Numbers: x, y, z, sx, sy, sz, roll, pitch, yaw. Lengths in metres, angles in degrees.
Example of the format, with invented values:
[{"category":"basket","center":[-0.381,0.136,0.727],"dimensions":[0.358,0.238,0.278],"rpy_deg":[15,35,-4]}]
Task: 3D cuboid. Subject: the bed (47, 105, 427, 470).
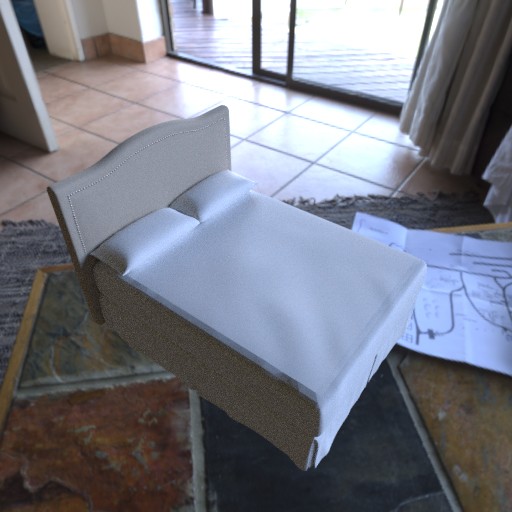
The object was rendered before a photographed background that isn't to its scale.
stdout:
[{"category":"bed","center":[0.000,0.000,3.178],"dimensions":[2.052,1.398,1.678],"rpy_deg":[26,47,28]}]
